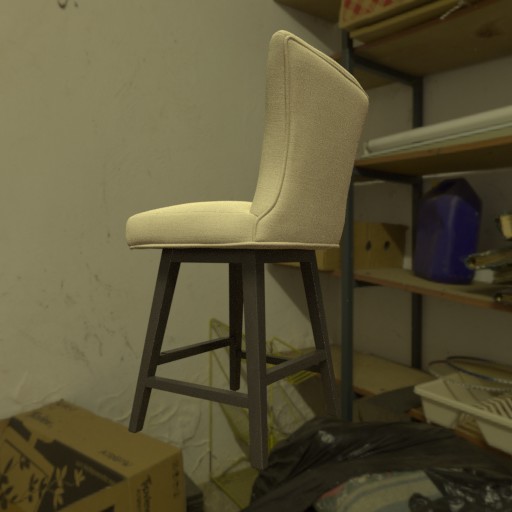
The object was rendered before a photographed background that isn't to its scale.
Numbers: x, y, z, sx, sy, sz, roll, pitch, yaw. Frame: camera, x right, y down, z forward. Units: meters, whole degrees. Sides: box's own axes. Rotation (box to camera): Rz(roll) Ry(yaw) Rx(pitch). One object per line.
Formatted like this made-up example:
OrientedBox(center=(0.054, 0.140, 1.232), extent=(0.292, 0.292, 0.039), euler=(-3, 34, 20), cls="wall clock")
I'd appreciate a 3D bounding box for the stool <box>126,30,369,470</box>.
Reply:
OrientedBox(center=(0.000, 0.000, 1.306), extent=(0.574, 1.000, 0.514), euler=(0, 0, 35), cls="stool")
